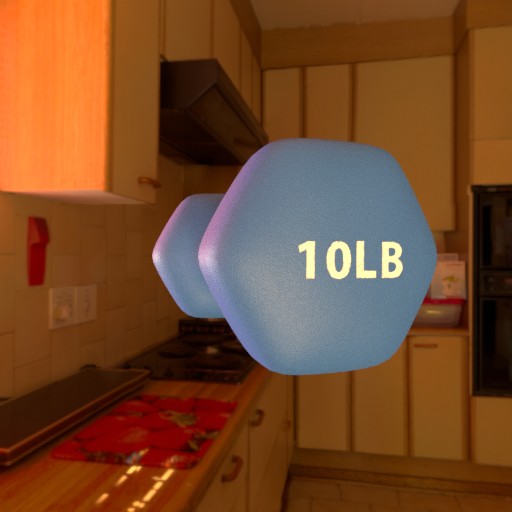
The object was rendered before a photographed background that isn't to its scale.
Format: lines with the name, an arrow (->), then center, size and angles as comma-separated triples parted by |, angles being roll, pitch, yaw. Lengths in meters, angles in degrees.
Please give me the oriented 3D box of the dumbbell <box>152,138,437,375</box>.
dumbbell -> 0.000, 0.000, 0.261 | 0.103, 0.093, 0.212 | 0, 0, -19
